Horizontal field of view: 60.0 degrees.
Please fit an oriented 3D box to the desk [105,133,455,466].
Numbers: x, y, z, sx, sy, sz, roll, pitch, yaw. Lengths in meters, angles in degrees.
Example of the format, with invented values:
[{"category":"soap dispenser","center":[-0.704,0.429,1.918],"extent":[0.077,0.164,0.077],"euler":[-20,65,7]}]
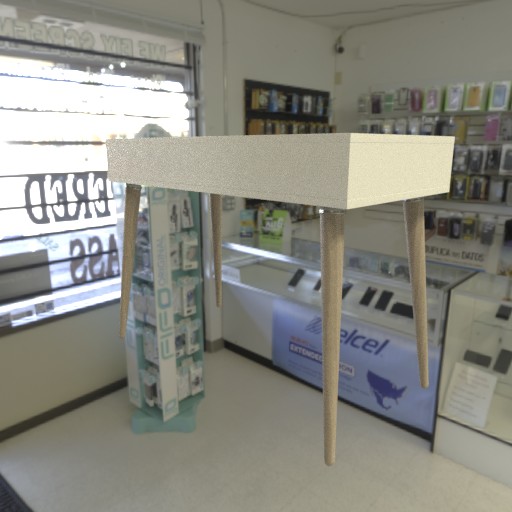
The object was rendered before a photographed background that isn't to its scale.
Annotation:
[{"category":"desk","center":[0.000,0.000,1.404],"extent":[0.491,0.723,0.979],"euler":[-13,19,-43]}]
